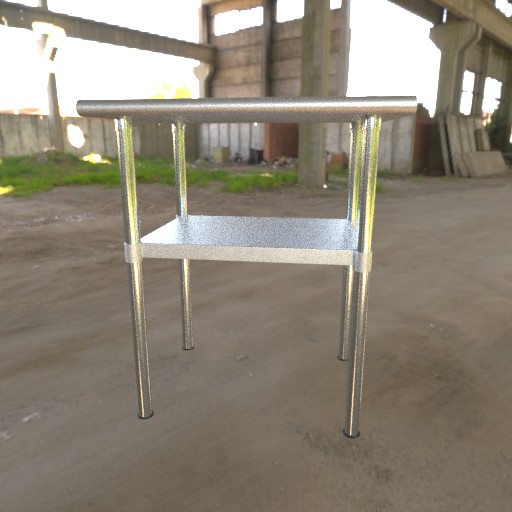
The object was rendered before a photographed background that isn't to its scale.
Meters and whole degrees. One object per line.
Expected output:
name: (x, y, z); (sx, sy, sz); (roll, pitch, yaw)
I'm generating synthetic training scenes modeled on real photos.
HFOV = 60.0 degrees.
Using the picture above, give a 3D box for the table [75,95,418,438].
table: (0.000, 0.000, 1.361); (0.762, 0.876, 0.584); (2, 15, 8)
